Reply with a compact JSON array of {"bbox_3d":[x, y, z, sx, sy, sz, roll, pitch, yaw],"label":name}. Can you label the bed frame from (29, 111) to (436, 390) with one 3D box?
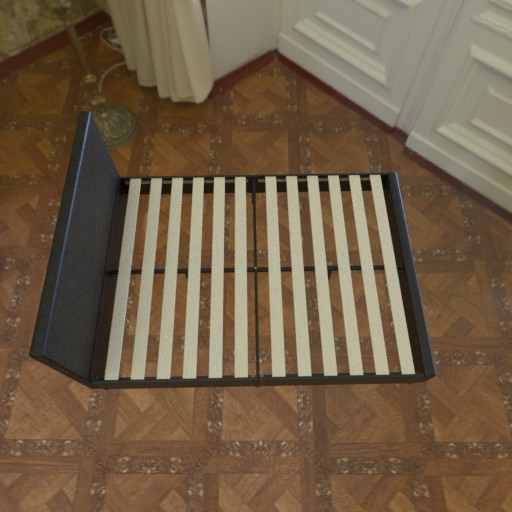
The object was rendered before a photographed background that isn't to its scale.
[{"bbox_3d":[0.000,0.000,3.088,2.318,1.127,1.634,-1,64,0],"label":"bed frame"}]
